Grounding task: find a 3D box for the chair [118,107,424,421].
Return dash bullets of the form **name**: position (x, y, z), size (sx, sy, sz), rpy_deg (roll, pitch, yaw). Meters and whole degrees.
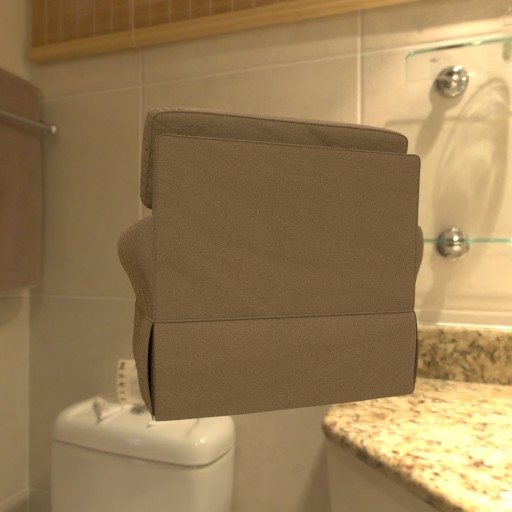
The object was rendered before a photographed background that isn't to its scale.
- **chair**: position (0.000, 0.000, 1.904), size (1.135, 1.017, 0.988), rpy_deg (0, 0, -18)
